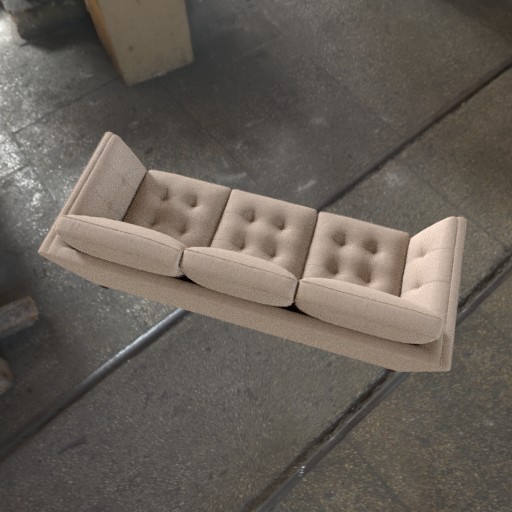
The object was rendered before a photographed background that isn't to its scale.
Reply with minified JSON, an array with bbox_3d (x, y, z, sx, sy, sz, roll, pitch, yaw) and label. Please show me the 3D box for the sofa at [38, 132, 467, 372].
[{"bbox_3d":[0.000,0.000,2.900,2.388,0.940,0.965,15,65,7],"label":"sofa"}]
